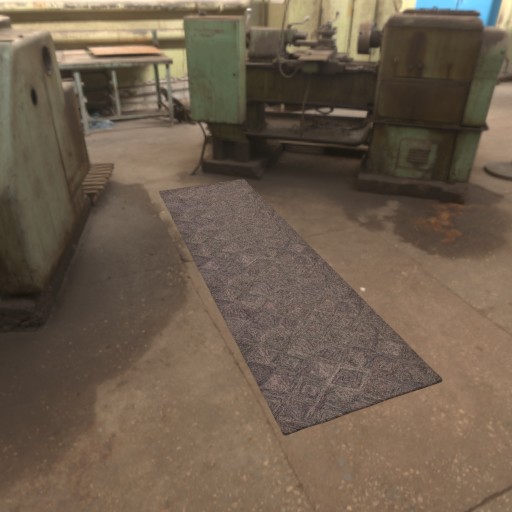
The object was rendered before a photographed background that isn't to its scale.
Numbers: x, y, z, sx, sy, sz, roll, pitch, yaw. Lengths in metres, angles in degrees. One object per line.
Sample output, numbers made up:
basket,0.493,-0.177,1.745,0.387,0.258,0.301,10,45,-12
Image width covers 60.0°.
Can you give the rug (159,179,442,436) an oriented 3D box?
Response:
rug,0.000,0.000,2.542,0.691,0.011,2.296,-11,33,-18
